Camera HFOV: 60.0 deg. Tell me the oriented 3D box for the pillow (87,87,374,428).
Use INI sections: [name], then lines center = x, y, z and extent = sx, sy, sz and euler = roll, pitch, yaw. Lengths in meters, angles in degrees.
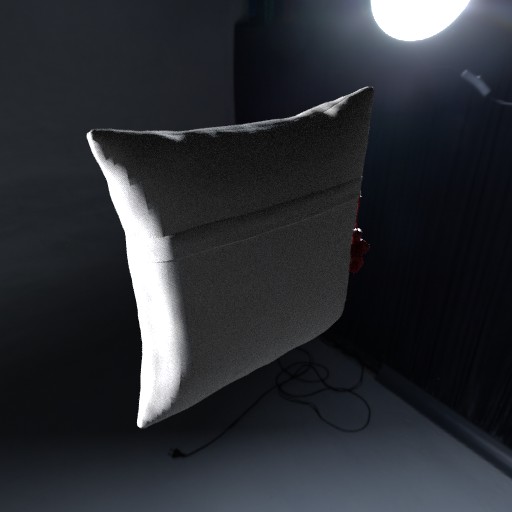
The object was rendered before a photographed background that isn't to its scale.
[pillow]
center = 0.000, 0.000, 0.657
extent = 0.433, 0.436, 0.173
euler = -22, 36, -34
